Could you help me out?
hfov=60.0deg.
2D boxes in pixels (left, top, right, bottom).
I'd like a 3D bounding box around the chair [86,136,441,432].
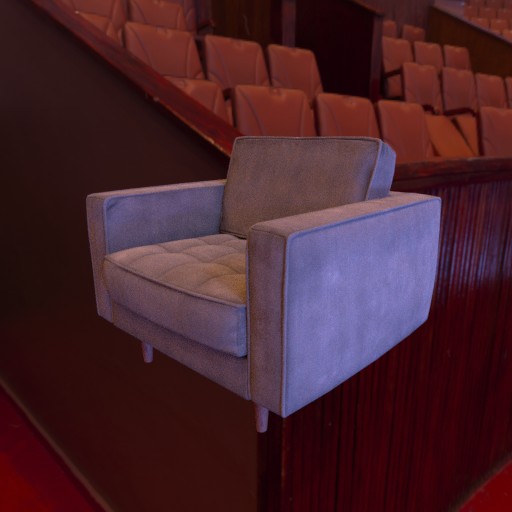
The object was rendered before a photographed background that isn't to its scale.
[{"bbox_3d":[0.000,0.000,1.487,0.928,0.773,0.843,14,21,42],"label":"chair"}]
